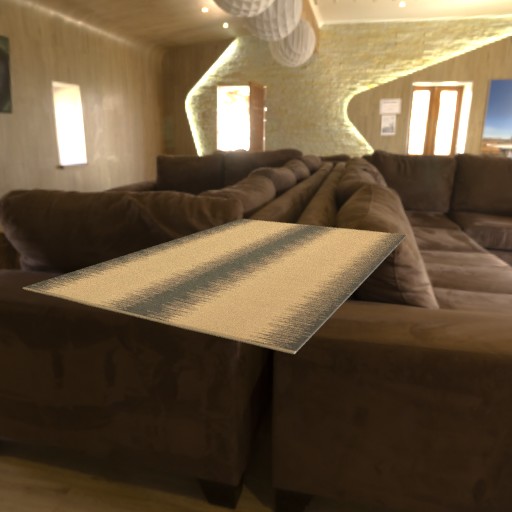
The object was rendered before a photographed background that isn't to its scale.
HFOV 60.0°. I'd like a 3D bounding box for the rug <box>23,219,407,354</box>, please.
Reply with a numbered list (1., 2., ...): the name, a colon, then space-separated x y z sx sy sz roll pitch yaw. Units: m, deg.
1. rug: 0.000 0.000 2.355 1.234 0.006 1.854 8 17 27
